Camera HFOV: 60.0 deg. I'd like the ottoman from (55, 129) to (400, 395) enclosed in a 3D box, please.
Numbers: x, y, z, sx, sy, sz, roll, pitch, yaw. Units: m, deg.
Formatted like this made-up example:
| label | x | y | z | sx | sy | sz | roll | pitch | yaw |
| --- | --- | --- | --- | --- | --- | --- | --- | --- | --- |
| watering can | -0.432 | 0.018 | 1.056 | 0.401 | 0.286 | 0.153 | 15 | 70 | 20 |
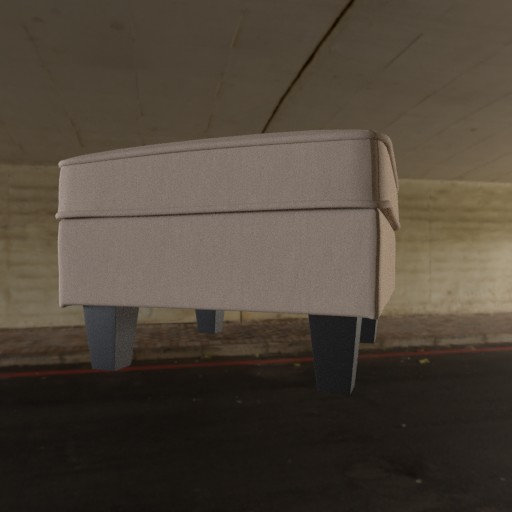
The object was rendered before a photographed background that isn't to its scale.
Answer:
| label | x | y | z | sx | sy | sz | roll | pitch | yaw |
| --- | --- | --- | --- | --- | --- | --- | --- | --- | --- |
| ottoman | 0.000 | 0.000 | 1.009 | 0.616 | 0.438 | 0.613 | 0 | -1 | 19 |
